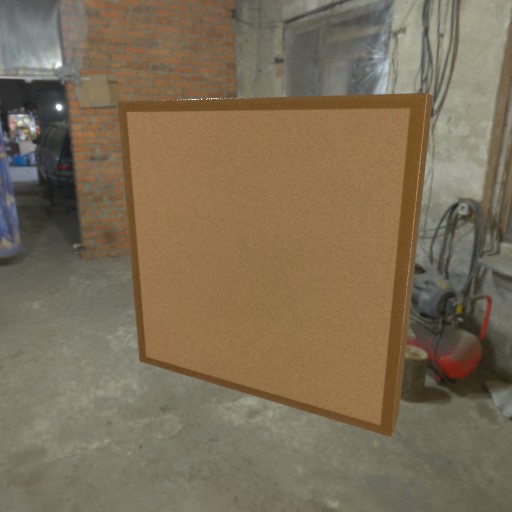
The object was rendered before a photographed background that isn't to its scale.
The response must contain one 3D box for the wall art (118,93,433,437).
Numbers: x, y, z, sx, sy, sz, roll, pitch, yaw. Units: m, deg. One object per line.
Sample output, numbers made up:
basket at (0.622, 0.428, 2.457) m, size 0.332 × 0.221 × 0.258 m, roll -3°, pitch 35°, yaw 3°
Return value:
wall art at (0.000, 0.000, 0.456) m, size 0.306 × 0.305 × 0.038 m, roll 8°, pitch 19°, yaw 26°
